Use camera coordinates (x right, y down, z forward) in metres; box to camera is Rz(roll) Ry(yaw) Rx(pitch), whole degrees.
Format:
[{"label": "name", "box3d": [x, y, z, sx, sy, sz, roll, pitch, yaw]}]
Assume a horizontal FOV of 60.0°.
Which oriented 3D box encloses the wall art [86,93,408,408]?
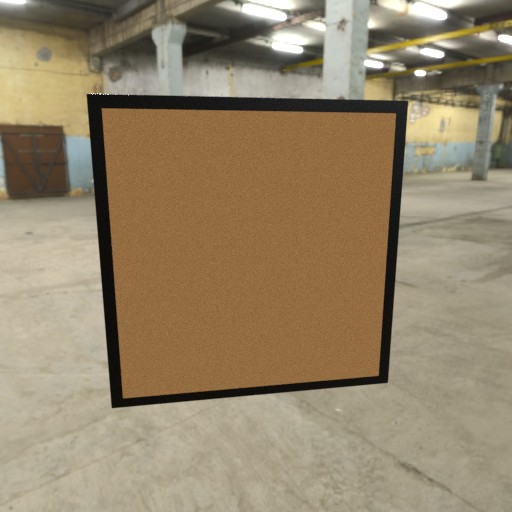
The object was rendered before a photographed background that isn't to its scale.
[{"label": "wall art", "box3d": [0.000, 0.000, 1.128, 0.755, 0.761, 0.038, -2, 13, -10]}]
